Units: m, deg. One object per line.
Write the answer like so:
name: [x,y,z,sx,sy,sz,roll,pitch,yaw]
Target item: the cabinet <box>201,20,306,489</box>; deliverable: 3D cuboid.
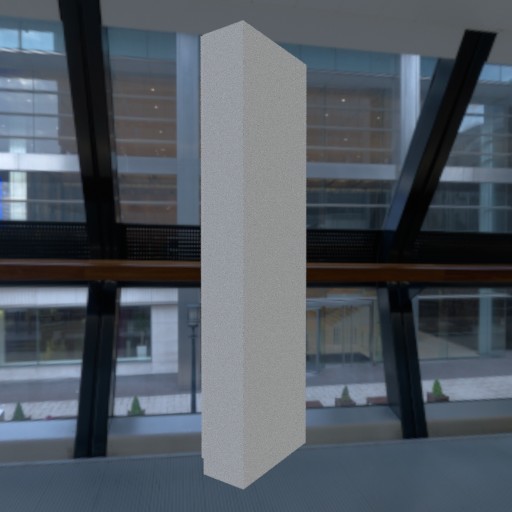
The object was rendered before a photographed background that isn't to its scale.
cabinet: [0.000,0.000,1.962,0.230,1.790,0.500,1,1,35]
